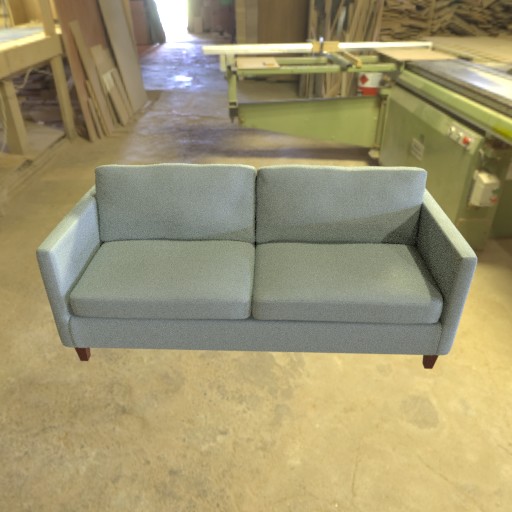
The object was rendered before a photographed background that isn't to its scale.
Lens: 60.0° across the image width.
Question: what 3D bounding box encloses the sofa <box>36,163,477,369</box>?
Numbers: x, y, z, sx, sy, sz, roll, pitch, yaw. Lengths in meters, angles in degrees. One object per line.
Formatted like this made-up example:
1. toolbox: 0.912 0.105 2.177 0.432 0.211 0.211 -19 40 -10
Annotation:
1. sofa: 0.000 0.000 2.686 2.208 0.965 0.951 1 31 2
